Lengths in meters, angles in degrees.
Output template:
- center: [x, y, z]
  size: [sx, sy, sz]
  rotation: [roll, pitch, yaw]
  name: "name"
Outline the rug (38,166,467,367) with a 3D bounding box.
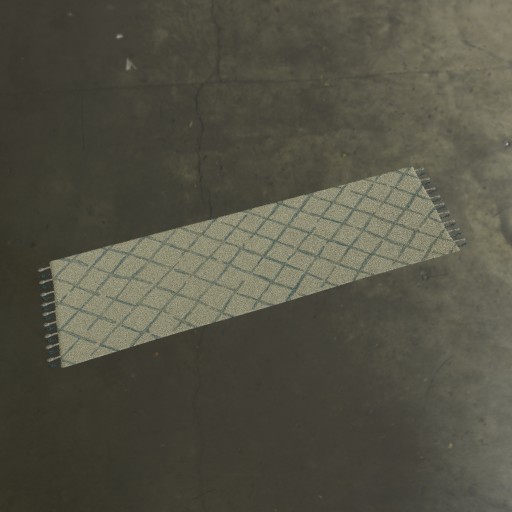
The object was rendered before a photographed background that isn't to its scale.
- center: [0.000, 0.000, 2.506]
  size: [2.372, 0.008, 0.620]
  rotation: [-16, 65, -8]
  name: "rug"
